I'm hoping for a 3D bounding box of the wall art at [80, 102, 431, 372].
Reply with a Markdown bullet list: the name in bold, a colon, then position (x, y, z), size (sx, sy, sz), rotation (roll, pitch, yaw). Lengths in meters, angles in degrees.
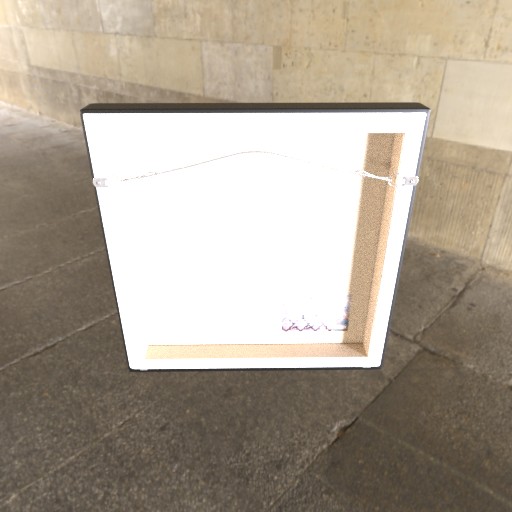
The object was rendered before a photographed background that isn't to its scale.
- **wall art**: position (0.000, 0.000, 0.623), size (0.406, 0.407, 0.041), rotation (0, 29, -1)
